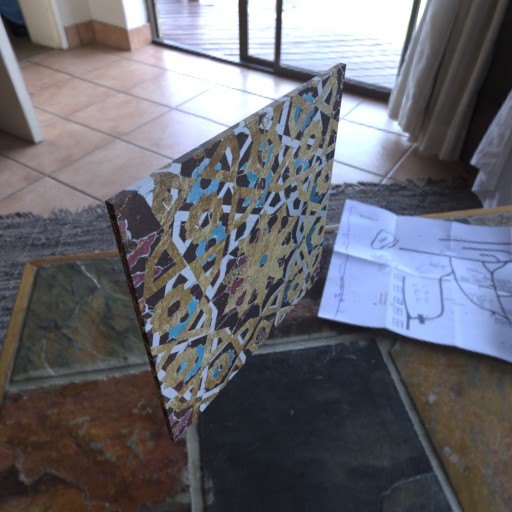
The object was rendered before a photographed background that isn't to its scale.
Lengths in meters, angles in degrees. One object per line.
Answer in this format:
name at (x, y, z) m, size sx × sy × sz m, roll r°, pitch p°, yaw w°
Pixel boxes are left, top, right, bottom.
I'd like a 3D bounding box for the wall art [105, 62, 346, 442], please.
wall art at (0.000, 0.000, 0.612) m, size 0.010 × 0.406 × 0.404 m, roll 26°, pitch 48°, yaw 26°
